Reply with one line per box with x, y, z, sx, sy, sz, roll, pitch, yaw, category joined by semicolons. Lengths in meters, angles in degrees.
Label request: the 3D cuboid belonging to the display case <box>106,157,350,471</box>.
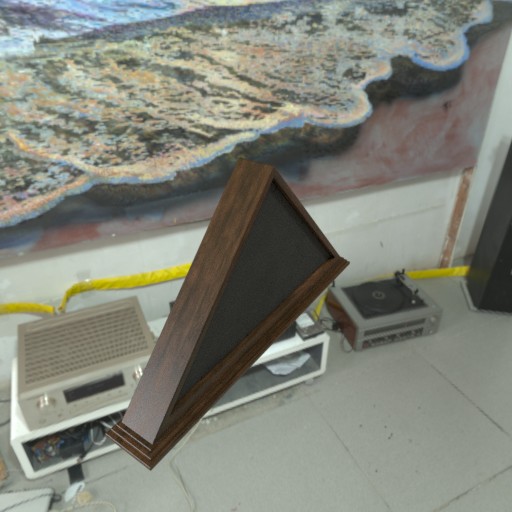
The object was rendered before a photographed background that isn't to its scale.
0.000;0.000;0.767;0.095;0.340;0.640;21;38;29;display case
